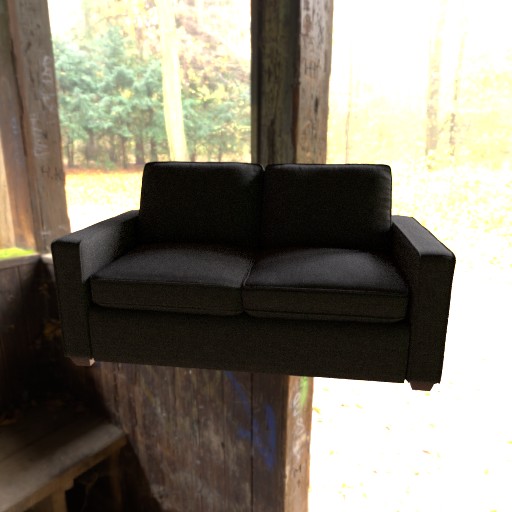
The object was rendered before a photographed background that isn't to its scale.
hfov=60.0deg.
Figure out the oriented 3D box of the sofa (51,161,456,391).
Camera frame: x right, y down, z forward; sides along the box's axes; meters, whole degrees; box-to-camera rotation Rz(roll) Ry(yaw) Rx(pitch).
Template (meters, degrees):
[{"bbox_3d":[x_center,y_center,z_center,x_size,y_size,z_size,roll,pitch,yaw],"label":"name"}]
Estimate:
[{"bbox_3d":[0.000,0.000,2.280,1.709,0.918,0.947,2,15,8],"label":"sofa"}]
